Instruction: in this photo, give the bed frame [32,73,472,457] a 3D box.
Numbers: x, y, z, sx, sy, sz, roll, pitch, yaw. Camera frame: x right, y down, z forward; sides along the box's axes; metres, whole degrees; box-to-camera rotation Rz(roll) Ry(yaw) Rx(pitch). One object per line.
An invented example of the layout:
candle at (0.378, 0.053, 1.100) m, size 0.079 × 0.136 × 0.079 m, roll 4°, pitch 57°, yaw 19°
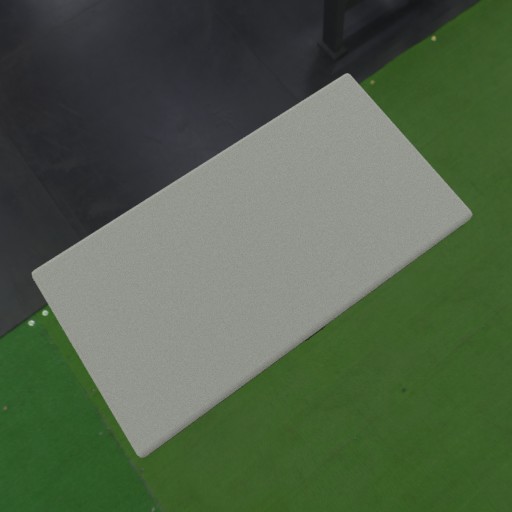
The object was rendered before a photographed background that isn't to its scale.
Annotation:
bed frame at (0.000, 0.000, 3.211) m, size 2.635 × 0.680 × 1.393 m, roll -34°, pitch 78°, yaw -9°
